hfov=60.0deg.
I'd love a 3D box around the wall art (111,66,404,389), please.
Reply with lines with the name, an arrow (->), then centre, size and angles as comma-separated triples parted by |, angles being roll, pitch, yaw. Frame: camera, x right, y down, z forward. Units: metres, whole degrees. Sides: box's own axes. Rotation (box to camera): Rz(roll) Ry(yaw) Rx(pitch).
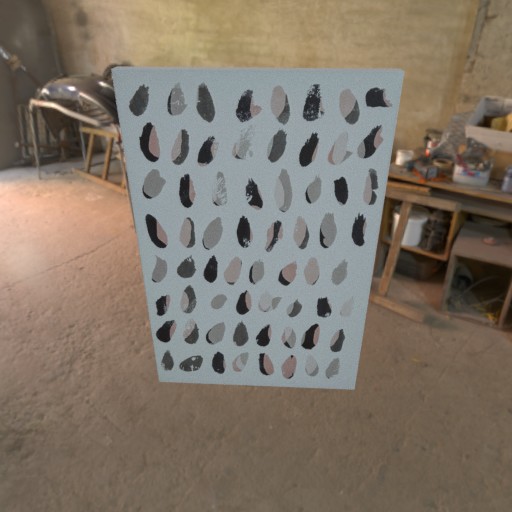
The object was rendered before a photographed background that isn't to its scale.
wall art -> 0.000, 0.000, 1.166 | 0.610, 0.916, 0.037 | 2, 30, 3
